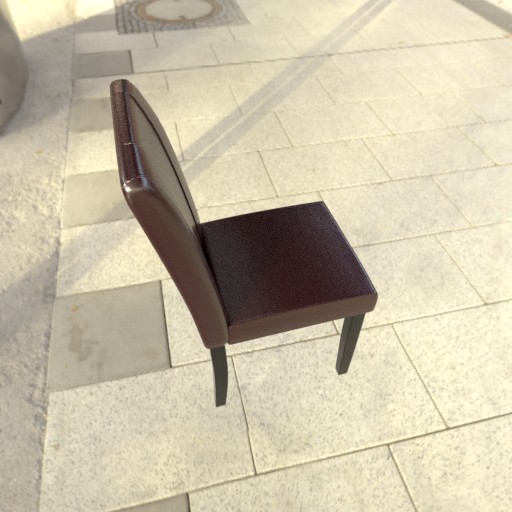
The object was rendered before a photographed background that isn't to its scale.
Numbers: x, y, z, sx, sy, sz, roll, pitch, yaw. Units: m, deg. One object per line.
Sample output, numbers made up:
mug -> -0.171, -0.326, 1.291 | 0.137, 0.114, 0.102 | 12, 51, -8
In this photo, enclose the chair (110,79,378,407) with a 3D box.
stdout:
chair -> 0.000, 0.000, 1.197 | 0.556, 0.897, 0.399 | -11, 48, -11
